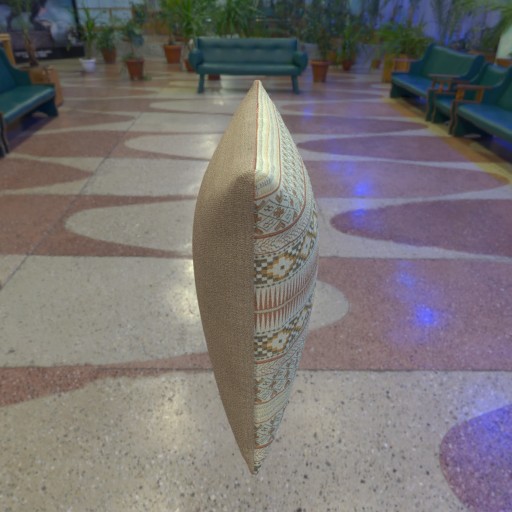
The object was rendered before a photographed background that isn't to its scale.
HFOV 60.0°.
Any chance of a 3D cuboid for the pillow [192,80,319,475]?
[{"bbox_3d":[0.000,0.000,0.802,0.215,0.519,0.521,0,31,0],"label":"pillow"}]
